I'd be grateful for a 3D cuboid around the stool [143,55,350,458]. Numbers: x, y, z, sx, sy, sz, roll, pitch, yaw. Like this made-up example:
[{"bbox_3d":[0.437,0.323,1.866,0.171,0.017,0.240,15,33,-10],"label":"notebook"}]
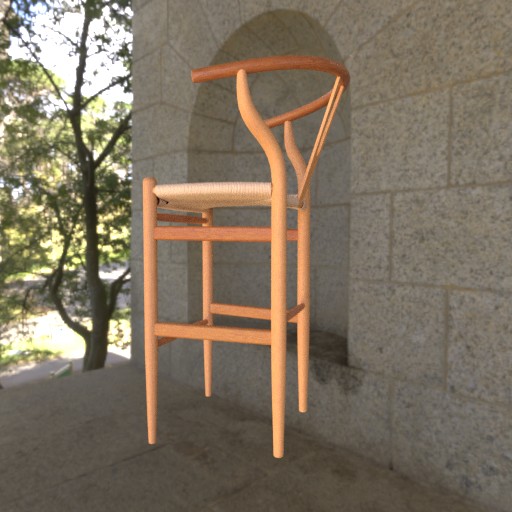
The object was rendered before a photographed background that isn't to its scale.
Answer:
[{"bbox_3d":[0.000,0.000,1.369,0.561,1.068,0.574,1,3,18],"label":"stool"}]
